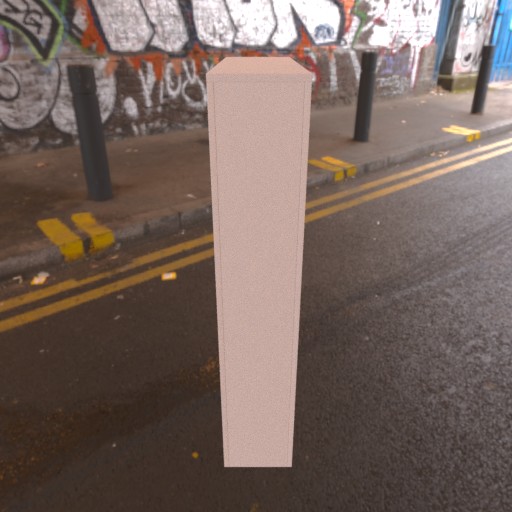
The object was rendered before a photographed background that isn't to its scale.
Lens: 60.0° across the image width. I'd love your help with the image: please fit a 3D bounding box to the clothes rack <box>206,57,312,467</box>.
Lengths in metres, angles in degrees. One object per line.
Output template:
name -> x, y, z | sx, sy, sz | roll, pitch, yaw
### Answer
clothes rack -> 0.000, 0.000, 1.602 | 0.250, 1.280, 0.750 | 0, 27, 0
